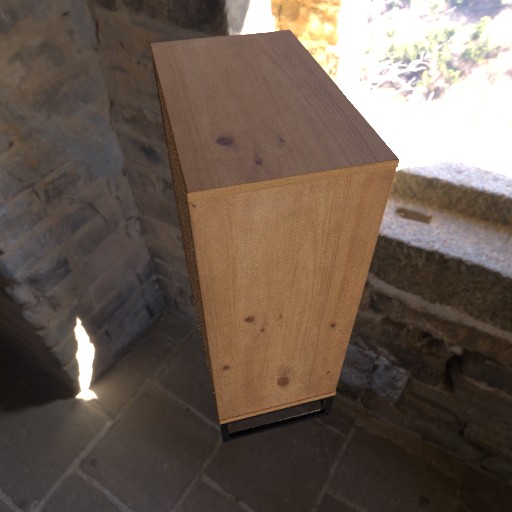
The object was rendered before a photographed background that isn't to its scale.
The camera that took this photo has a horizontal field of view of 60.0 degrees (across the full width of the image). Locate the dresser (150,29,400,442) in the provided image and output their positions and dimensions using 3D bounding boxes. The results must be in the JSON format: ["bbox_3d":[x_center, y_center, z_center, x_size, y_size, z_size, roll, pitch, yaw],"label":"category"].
[{"bbox_3d":[0.000,0.000,1.590,0.479,1.240,0.761,-11,47,-10],"label":"dresser"}]
